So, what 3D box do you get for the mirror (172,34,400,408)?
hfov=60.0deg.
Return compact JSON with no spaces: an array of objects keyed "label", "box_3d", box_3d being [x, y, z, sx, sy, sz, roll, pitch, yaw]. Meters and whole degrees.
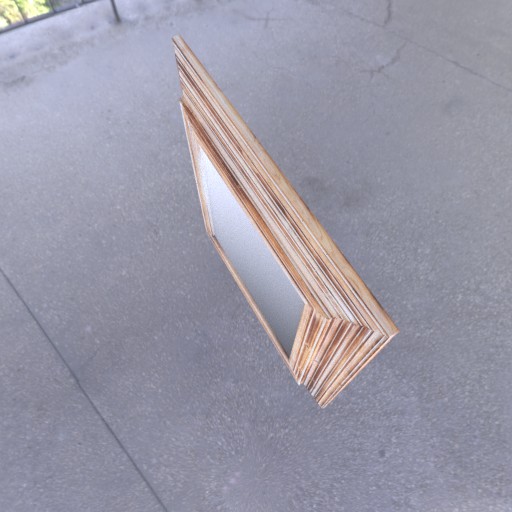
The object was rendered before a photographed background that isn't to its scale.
[{"label":"mirror","box_3d":[0.000,0.000,1.207,0.061,0.804,0.804,-27,67,-13]}]
